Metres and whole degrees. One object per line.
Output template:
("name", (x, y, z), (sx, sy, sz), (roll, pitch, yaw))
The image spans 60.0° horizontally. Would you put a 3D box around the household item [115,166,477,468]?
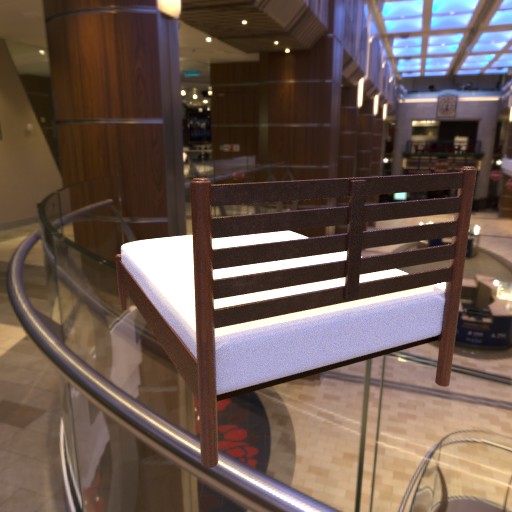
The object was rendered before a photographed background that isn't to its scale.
("household item", (0.000, 0.000, 3.236), (1.663, 1.356, 2.232), (-7, 17, -26))
